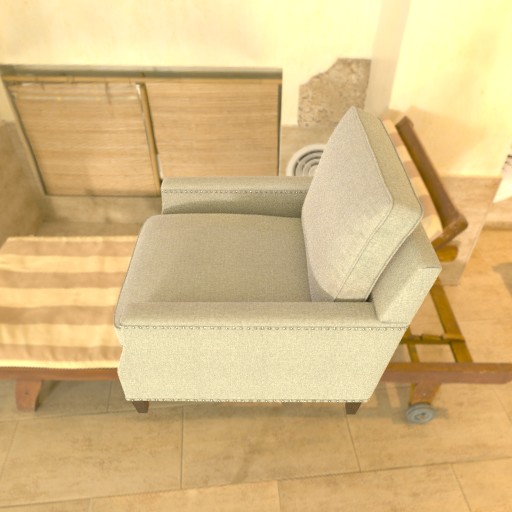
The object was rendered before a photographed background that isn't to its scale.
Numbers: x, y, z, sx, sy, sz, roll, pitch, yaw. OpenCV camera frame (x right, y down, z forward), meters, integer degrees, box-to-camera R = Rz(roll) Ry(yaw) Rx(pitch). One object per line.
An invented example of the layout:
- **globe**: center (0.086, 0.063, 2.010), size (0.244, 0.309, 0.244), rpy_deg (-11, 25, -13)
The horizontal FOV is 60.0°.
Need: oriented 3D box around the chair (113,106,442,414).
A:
- **chair**: center (0.000, 0.000, 1.721), size (1.014, 0.943, 0.853), rpy_deg (0, 41, 0)
